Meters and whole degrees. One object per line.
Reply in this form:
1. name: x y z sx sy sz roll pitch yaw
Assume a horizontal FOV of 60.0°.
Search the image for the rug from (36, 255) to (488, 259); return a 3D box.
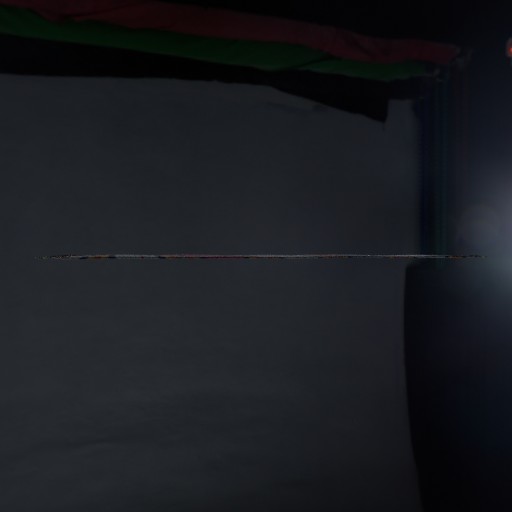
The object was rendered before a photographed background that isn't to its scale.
1. rug: 0.000 0.000 2.216 1.849 0.013 1.084 0 0 -18
